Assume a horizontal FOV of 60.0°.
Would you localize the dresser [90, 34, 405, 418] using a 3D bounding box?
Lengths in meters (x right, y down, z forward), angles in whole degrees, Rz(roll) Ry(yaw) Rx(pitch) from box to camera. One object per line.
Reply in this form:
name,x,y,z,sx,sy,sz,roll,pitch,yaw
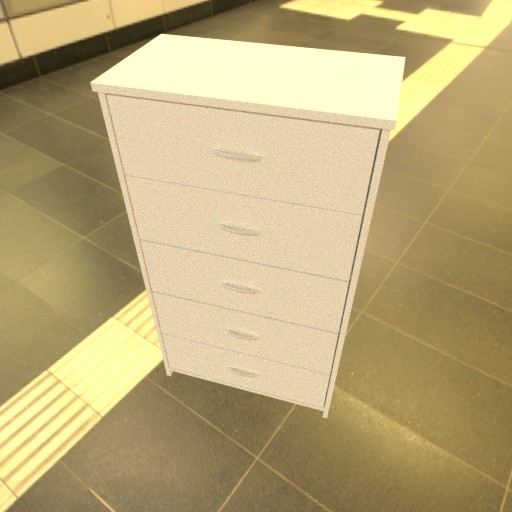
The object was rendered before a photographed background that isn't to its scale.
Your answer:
dresser,0.000,0.000,1.525,0.704,1.255,0.399,11,44,12
